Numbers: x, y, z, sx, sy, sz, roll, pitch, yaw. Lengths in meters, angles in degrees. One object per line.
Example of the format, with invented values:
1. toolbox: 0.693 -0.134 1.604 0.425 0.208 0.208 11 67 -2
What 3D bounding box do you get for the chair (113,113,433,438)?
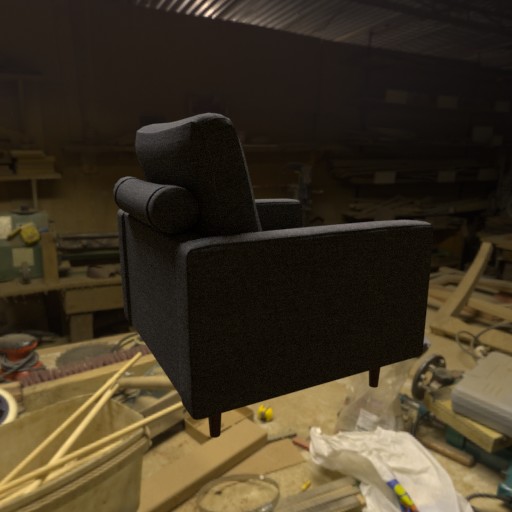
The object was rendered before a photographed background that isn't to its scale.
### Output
1. chair: 0.000 0.000 1.524 0.843 0.880 0.821 -7 15 -27
